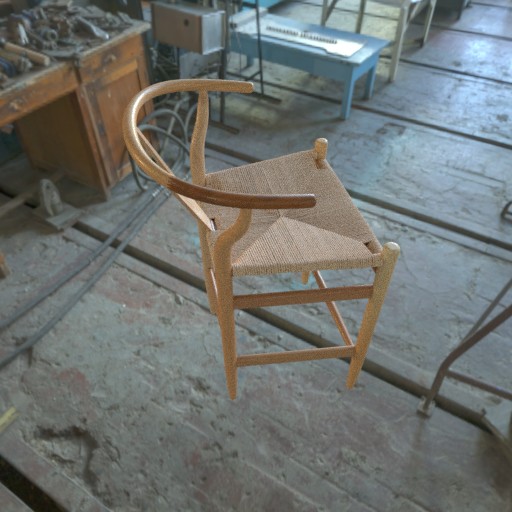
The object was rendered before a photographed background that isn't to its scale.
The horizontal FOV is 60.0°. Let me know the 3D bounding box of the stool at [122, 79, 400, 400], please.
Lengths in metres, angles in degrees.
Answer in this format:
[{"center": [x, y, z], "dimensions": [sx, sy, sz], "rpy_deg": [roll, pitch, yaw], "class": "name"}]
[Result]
[{"center": [0.000, 0.000, 1.296], "dimensions": [0.575, 0.923, 0.536], "rpy_deg": [-10, 46, -10], "class": "stool"}]
